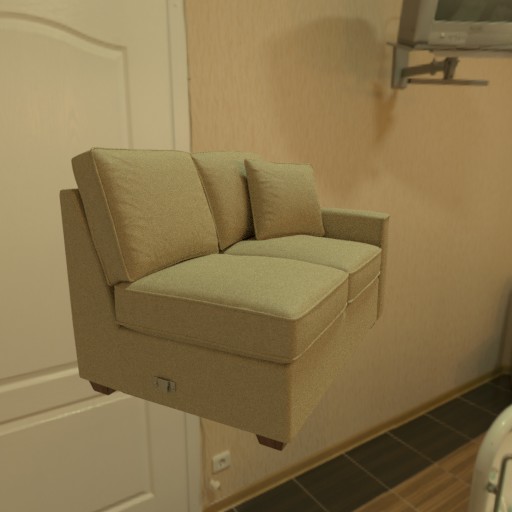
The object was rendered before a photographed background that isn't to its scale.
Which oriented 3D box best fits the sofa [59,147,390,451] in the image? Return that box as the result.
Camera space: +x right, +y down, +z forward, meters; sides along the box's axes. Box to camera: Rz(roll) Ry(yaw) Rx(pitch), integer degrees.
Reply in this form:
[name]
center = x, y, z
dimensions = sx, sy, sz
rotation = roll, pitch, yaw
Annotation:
[sofa]
center = 0.000, 0.000, 2.096
dimensions = 0.991, 0.989, 1.388
rotation = 7, 15, 27
